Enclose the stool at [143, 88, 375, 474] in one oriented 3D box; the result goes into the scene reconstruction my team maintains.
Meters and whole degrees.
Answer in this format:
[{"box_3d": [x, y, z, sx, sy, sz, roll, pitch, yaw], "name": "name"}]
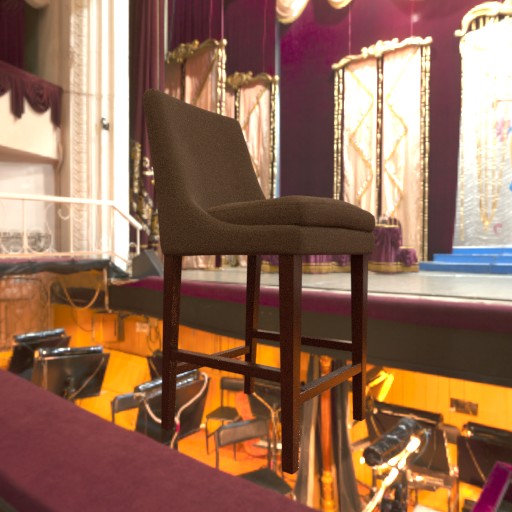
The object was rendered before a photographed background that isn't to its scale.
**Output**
[{"box_3d": [0.000, 0.000, 1.313, 0.577, 0.981, 0.470, 0, 1, 36], "name": "stool"}]
